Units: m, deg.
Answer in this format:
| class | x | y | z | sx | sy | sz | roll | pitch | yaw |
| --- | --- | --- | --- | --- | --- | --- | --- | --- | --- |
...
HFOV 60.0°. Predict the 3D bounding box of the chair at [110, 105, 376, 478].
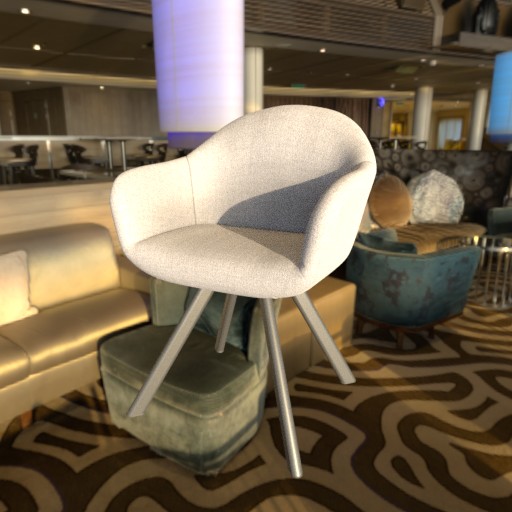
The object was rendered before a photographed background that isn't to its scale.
| class | x | y | z | sx | sy | sz | roll | pitch | yaw |
| --- | --- | --- | --- | --- | --- | --- | --- | --- | --- |
| chair | 0.000 | 0.000 | 1.186 | 0.590 | 0.795 | 0.550 | 8 | 17 | 26 |
